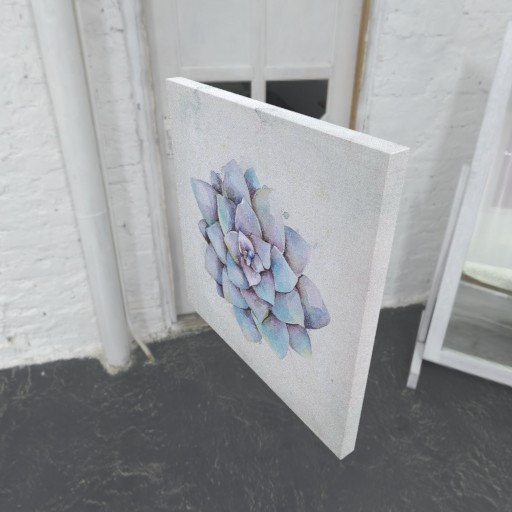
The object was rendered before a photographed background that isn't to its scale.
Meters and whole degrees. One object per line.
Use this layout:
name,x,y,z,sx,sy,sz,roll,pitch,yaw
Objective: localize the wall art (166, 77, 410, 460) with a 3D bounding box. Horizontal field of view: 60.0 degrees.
wall art,0.000,0.000,0.919,0.040,0.612,0.612,-21,37,-30
